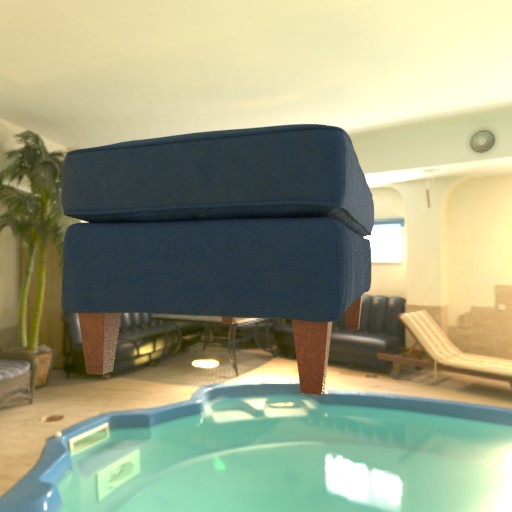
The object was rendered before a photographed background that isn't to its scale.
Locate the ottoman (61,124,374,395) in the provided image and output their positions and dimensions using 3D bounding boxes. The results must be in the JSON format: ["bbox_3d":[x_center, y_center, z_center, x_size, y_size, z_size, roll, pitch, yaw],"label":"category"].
[{"bbox_3d":[0.000,0.000,1.196,0.583,0.484,0.862,0,-1,18],"label":"ottoman"}]
